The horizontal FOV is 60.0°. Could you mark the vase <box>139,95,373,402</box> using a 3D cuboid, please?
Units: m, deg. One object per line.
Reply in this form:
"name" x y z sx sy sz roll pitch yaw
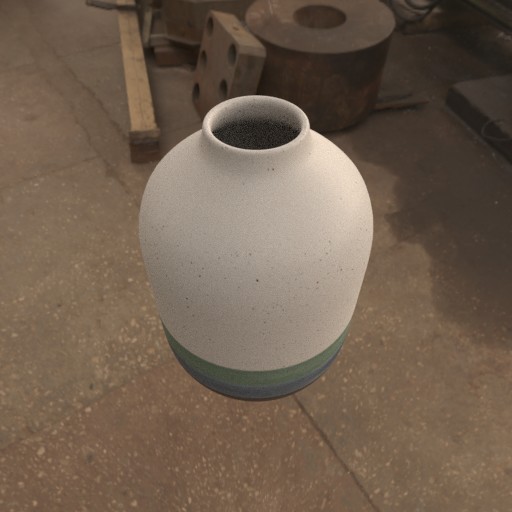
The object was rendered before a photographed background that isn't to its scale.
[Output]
"vase" 0.000 0.000 0.353 0.169 0.240 0.169 0 48 0
